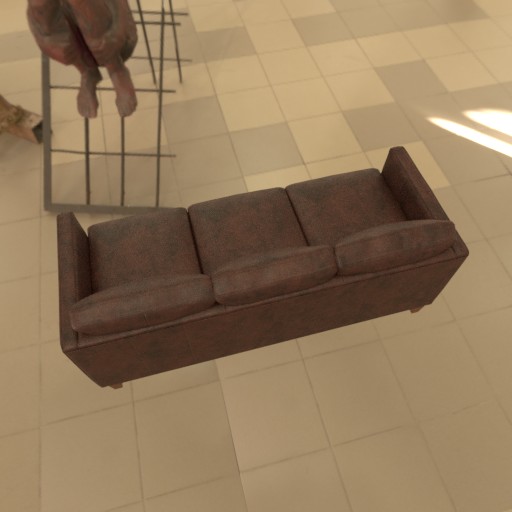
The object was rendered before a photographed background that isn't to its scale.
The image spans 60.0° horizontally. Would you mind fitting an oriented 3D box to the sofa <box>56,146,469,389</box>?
[{"bbox_3d":[0.000,0.000,3.064,2.464,1.006,1.045,-13,58,-8],"label":"sofa"}]
